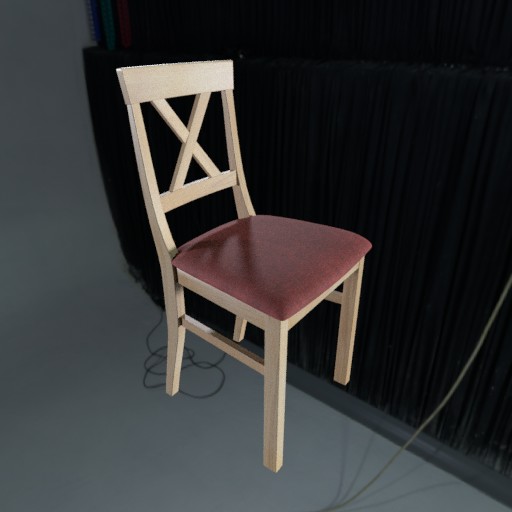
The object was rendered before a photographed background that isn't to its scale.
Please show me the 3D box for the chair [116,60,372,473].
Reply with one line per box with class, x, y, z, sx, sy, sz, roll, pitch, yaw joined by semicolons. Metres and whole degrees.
chair;0.000;0.000;1.161;0.492;0.912;0.439;18;32;32
